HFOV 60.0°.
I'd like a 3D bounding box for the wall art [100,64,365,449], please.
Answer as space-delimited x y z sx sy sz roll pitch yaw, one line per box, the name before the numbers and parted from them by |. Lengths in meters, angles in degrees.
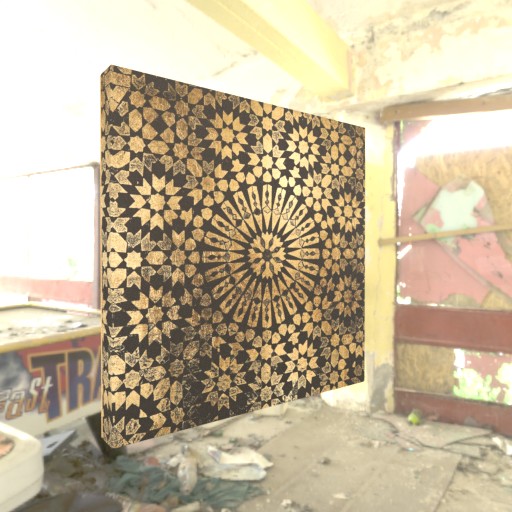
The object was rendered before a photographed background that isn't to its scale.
wall art | 0.000 0.000 0.601 0.405 0.405 0.038 -1 1 -36
